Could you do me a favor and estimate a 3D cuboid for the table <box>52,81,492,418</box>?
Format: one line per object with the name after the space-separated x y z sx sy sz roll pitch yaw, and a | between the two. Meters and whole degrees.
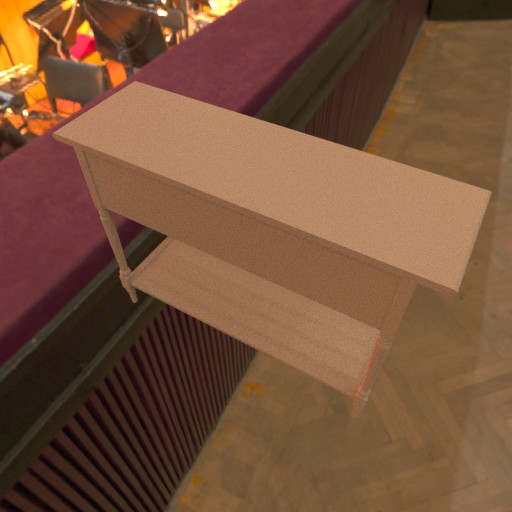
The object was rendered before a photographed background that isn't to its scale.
0.000 0.000 1.537 1.197 0.808 0.384 23 52 19 | table
